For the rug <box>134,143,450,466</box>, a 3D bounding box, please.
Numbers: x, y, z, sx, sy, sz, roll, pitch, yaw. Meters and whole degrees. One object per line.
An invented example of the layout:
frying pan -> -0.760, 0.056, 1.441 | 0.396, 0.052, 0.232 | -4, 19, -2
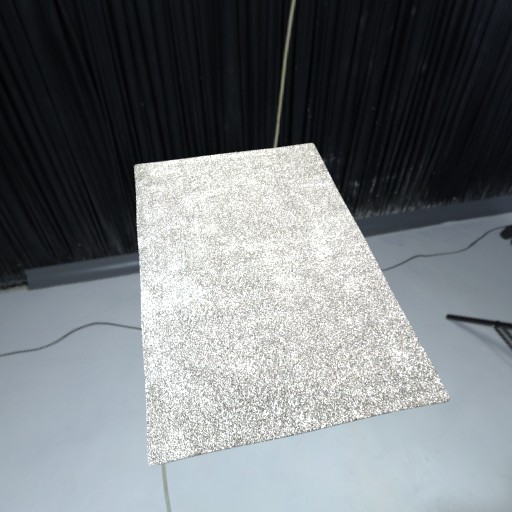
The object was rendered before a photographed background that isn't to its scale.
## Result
rug -> 0.000, 0.000, 2.900 | 1.502, 0.025, 2.350 | -9, 48, -8
